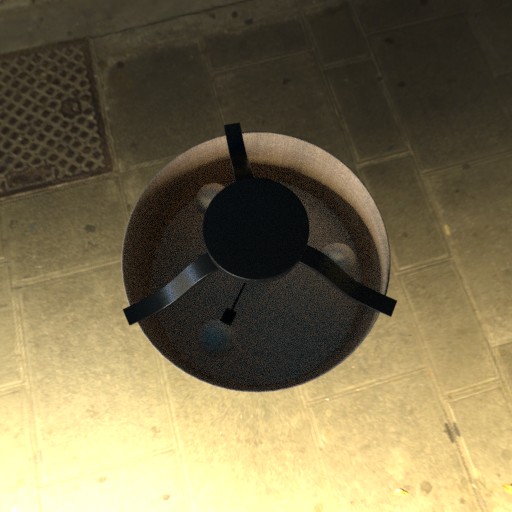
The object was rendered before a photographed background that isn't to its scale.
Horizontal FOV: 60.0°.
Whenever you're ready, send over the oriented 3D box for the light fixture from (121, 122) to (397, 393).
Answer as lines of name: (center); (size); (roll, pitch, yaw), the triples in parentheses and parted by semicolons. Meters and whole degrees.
light fixture: (0.000, 0.000, 0.665); (0.390, 0.306, 0.390); (0, 76, 0)
